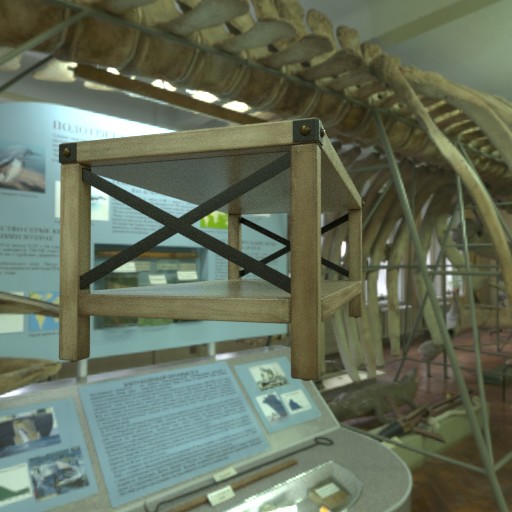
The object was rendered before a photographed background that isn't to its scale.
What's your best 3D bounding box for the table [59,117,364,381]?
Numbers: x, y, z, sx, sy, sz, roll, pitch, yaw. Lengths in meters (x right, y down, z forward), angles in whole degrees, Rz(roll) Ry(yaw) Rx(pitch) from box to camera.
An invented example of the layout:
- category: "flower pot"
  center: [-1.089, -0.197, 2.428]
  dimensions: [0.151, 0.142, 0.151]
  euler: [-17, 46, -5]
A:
- category: "table"
  center: [0.000, 0.000, 1.312]
  dimensions: [0.559, 0.456, 1.016]
  euler: [0, -1, 18]
